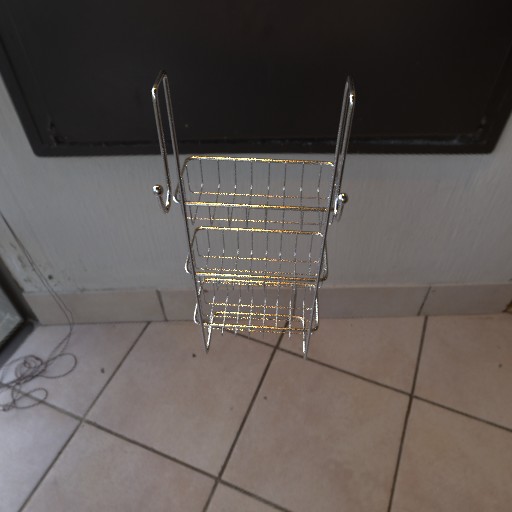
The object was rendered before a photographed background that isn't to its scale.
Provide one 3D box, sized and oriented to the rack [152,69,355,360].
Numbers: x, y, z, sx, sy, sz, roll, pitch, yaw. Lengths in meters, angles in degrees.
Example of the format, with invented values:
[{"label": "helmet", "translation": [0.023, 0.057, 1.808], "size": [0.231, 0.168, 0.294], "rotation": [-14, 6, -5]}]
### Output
[{"label": "rack", "translation": [0.000, 0.000, 0.671], "size": [0.228, 0.574, 0.202], "rotation": [3, 48, 3]}]
